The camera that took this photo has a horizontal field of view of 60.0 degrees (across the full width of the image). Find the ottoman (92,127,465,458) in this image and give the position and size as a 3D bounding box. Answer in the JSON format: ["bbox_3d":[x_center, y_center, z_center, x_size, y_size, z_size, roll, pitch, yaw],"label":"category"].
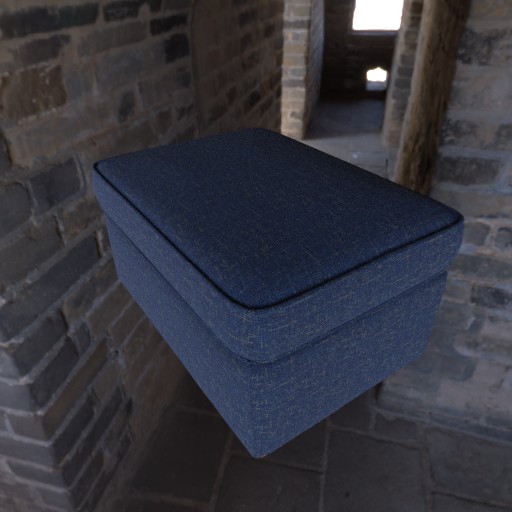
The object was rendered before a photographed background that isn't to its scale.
[{"bbox_3d":[0.000,0.000,1.087,0.549,0.450,0.749,-21,38,-29],"label":"ottoman"}]
